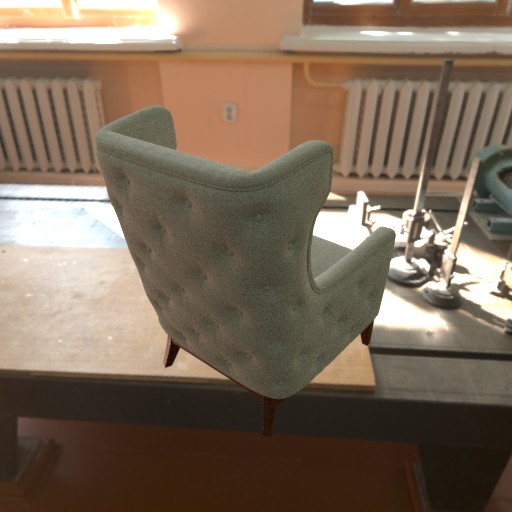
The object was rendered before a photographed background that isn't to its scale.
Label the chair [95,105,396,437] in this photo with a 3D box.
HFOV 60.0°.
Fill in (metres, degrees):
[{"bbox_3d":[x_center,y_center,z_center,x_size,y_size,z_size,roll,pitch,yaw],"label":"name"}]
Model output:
[{"bbox_3d":[0.000,0.000,1.703,0.778,1.079,0.899,23,38,33],"label":"chair"}]
